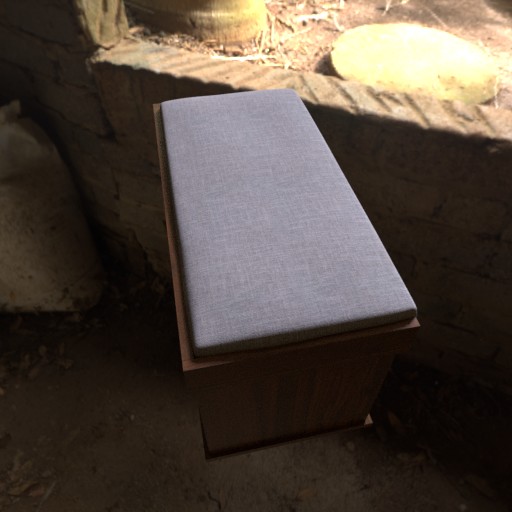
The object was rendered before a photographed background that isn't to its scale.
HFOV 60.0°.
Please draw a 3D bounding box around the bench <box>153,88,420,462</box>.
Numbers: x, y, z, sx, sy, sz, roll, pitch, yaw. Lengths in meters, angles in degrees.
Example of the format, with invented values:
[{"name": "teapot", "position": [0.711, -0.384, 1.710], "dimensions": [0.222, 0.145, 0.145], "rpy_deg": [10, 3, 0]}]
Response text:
[{"name": "bench", "position": [0.000, 0.000, 1.022], "dimensions": [0.362, 0.461, 0.734], "rpy_deg": [-9, 48, -8]}]
